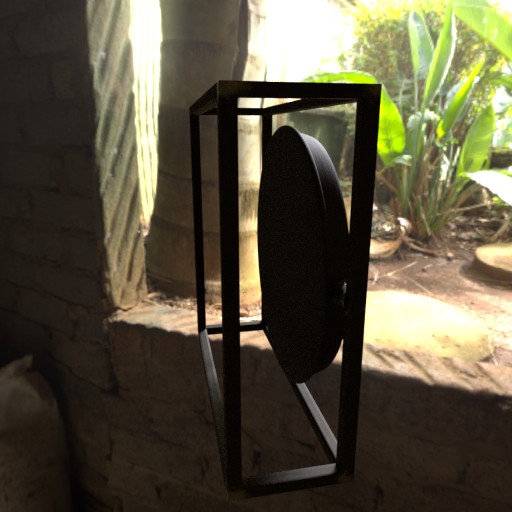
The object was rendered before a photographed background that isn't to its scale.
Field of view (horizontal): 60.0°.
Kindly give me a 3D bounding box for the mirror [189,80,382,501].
[{"bbox_3d":[0.000,0.000,0.454,0.107,0.303,0.306,-3,16,-11],"label":"mirror"}]
